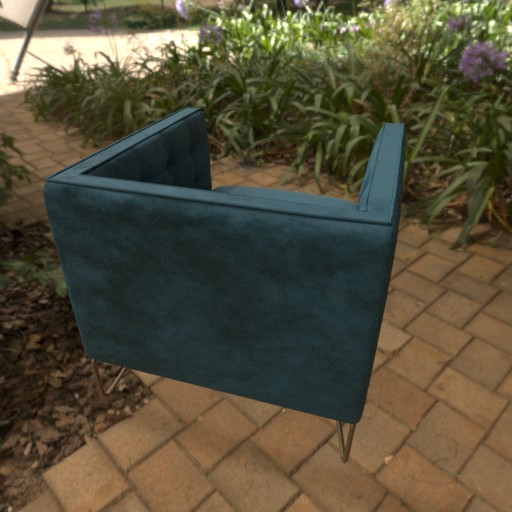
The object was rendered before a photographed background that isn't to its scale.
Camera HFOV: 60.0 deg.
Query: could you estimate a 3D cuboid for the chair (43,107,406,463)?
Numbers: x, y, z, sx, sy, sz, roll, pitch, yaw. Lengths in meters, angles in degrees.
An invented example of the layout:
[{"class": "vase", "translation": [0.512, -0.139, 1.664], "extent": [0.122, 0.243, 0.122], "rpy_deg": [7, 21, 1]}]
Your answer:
[{"class": "chair", "translation": [0.000, 0.000, 1.538], "extent": [0.880, 0.790, 0.894], "rpy_deg": [9, 32, 15]}]
